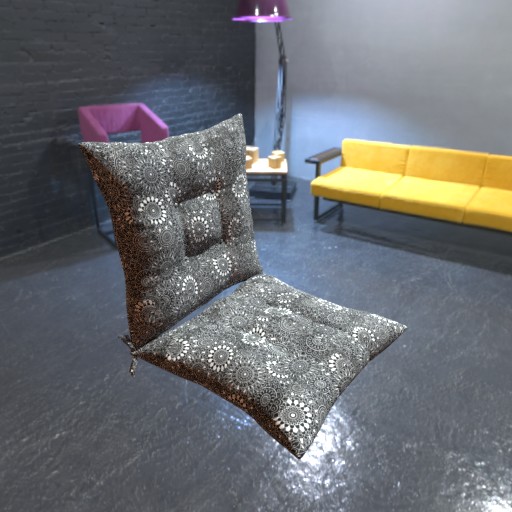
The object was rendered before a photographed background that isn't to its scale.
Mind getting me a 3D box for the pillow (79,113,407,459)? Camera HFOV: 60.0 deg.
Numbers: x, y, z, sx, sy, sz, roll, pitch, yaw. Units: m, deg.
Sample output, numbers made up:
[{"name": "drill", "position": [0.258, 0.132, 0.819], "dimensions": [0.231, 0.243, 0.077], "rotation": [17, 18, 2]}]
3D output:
[{"name": "pillow", "position": [0.000, 0.000, 1.016], "dimensions": [0.585, 0.536, 0.541], "rotation": [18, 31, 33]}]
